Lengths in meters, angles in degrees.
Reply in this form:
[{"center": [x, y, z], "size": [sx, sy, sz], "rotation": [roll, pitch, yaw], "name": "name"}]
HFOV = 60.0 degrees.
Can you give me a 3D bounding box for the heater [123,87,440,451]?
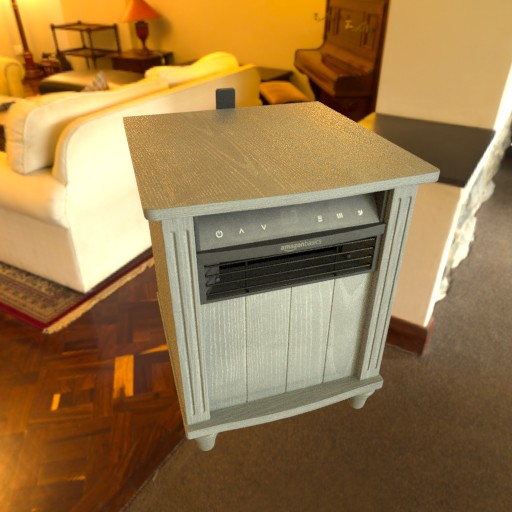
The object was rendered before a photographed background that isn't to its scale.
[{"center": [0.000, 0.000, 0.763], "size": [0.362, 0.481, 0.400], "rotation": [-10, 34, -15], "name": "heater"}]
